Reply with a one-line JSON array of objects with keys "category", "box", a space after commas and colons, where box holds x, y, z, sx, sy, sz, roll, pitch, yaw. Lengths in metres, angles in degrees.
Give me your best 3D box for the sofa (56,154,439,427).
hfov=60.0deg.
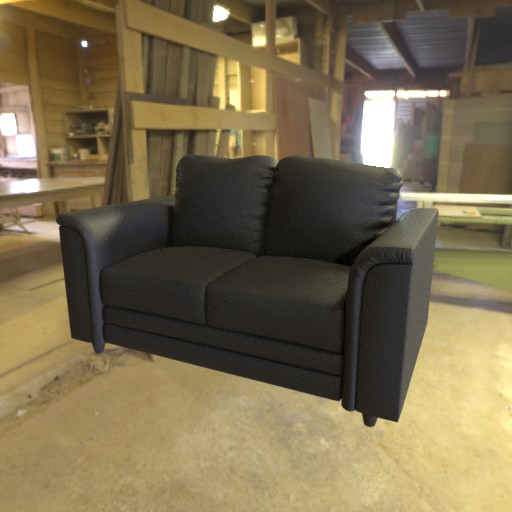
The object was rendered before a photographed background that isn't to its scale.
[{"category": "sofa", "box": [0.000, 0.000, 1.929, 1.386, 0.845, 0.887, 7, 16, 25]}]
